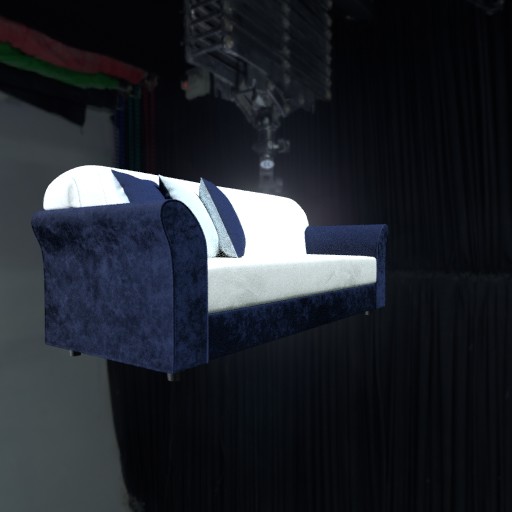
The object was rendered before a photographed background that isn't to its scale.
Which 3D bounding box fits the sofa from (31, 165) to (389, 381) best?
[{"bbox_3d":[0.000,0.000,2.347,0.749,0.789,2.006,1,1,35],"label":"sofa"}]
